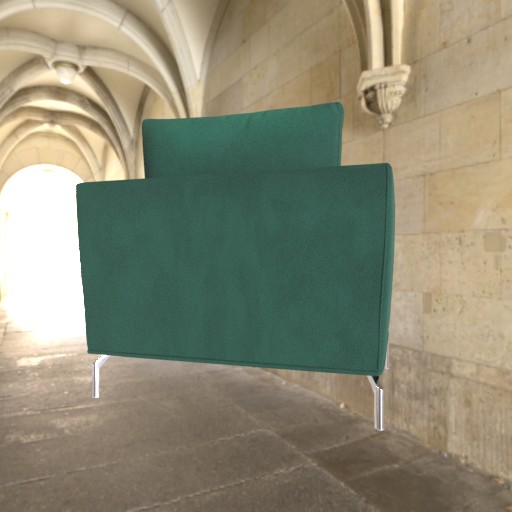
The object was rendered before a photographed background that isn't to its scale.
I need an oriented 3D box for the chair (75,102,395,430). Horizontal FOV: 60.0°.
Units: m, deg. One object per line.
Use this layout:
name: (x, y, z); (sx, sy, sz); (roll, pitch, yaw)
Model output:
chair: (0.000, 0.000, 1.753); (1.047, 0.997, 0.852); (0, 0, 18)
